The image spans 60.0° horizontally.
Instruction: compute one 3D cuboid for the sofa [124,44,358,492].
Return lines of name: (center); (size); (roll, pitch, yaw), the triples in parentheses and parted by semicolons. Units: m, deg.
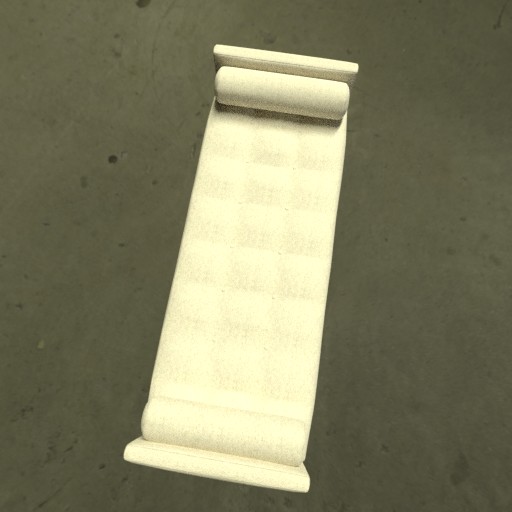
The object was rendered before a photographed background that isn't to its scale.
sofa: (0.000, 0.000, 2.382); (0.797, 0.655, 2.102); (9, 75, 2)
